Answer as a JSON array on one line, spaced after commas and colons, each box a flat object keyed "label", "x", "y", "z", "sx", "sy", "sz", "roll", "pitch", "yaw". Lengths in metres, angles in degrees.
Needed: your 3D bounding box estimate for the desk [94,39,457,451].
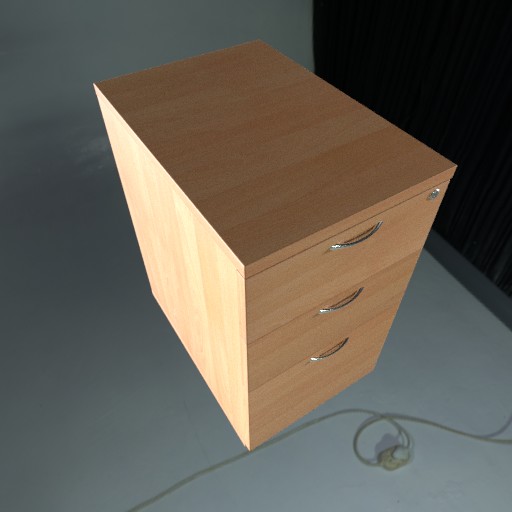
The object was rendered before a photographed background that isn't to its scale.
[{"label": "desk", "x": 0.000, "y": 0.000, "z": 1.076, "sx": 0.404, "sy": 0.730, "sz": 0.600, "roll": -25, "pitch": 53, "yaw": -21}]
